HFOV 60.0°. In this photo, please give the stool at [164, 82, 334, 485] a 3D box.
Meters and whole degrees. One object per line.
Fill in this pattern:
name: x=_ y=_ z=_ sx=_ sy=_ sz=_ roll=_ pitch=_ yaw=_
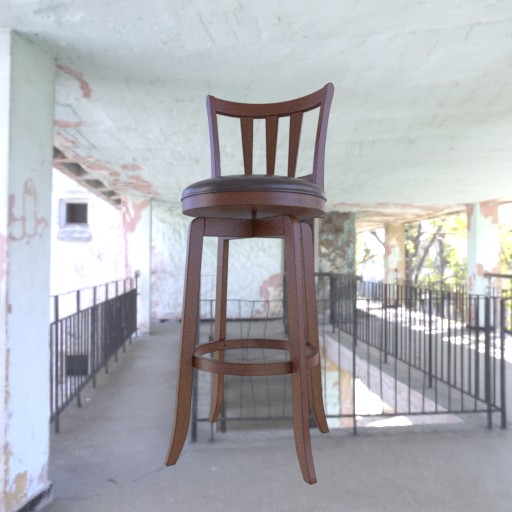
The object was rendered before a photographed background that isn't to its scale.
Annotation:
stool: x=0.000 y=0.000 z=1.400 sx=0.464 sy=1.177 sz=0.503 roll=0 pitch=-1 yaw=15
